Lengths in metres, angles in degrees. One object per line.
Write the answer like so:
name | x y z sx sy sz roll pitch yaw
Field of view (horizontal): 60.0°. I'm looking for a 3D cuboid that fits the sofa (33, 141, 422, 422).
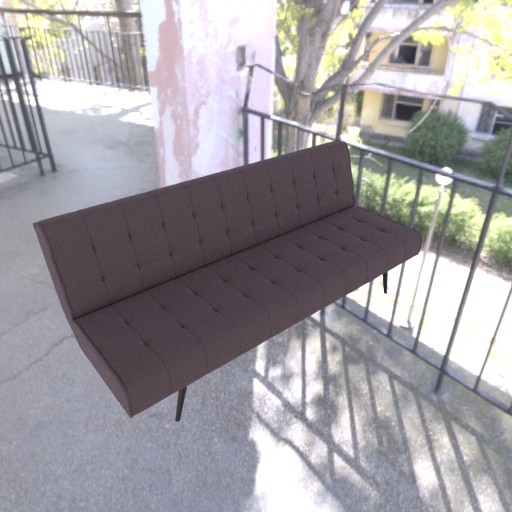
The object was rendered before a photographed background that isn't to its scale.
sofa | 0.000 0.000 2.121 1.703 0.699 0.747 -23 38 -33
